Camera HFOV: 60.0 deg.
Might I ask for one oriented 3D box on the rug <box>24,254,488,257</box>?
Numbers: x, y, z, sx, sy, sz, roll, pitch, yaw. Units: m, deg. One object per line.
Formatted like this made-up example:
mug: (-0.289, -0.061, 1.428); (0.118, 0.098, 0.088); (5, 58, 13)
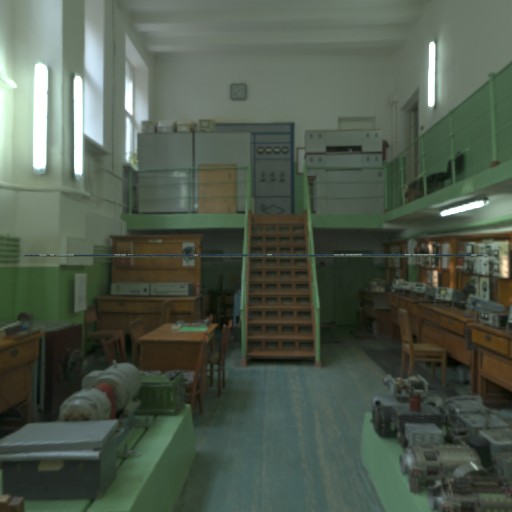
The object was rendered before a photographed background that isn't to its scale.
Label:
rug: (0.000, 0.000, 2.227); (1.755, 0.010, 1.153); (0, 0, 0)
